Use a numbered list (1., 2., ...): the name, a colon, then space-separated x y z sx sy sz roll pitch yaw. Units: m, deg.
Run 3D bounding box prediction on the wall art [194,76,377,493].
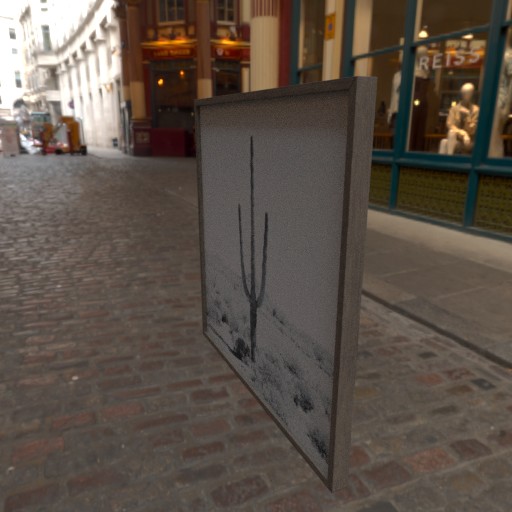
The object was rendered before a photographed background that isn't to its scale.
1. wall art: 0.000 0.000 1.097 0.038 0.762 0.762 -8 18 -25
